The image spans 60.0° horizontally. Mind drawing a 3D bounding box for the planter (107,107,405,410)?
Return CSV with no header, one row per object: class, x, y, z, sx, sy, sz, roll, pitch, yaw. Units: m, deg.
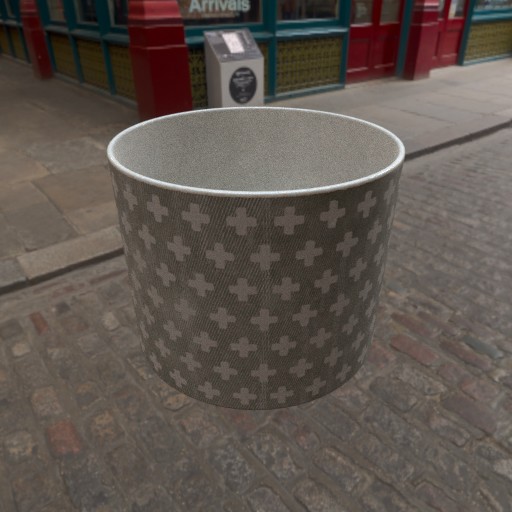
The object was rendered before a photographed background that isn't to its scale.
planter,0.000,0.000,0.446,0.250,0.239,0.250,0,31,0
